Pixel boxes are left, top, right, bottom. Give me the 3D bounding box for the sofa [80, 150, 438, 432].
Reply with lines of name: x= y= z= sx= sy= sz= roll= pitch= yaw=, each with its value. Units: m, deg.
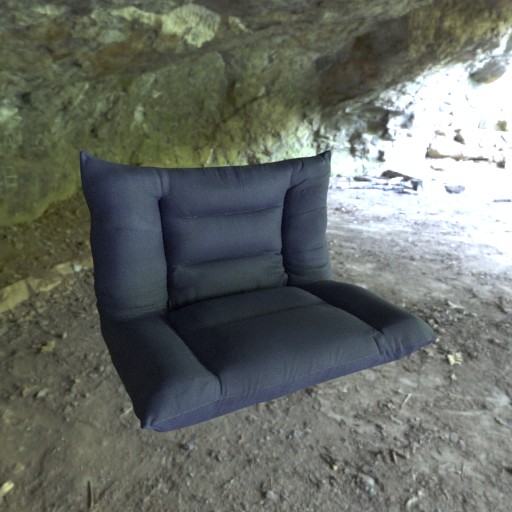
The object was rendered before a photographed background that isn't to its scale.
sofa: x=0.000 y=0.000 z=1.688 sx=1.122 sy=0.778 sz=0.849 roll=-9 pitch=19 yaw=-26
